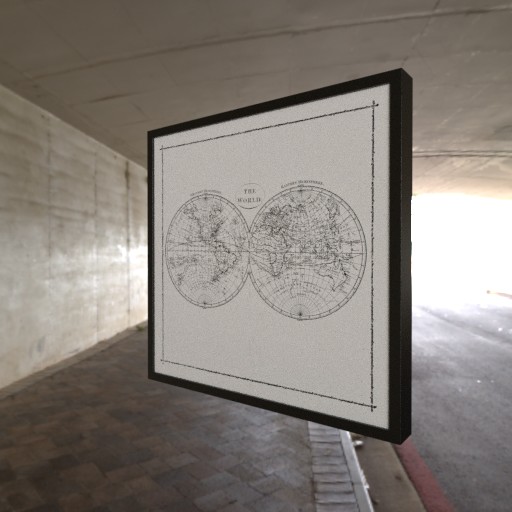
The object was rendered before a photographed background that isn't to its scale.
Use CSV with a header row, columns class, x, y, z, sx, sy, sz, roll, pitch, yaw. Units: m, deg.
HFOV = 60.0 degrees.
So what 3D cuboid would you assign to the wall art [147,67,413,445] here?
class,x,y,z,sx,sy,sz,roll,pitch,yaw
wall art,0.000,0.000,0.483,0.327,0.318,0.029,0,1,37
